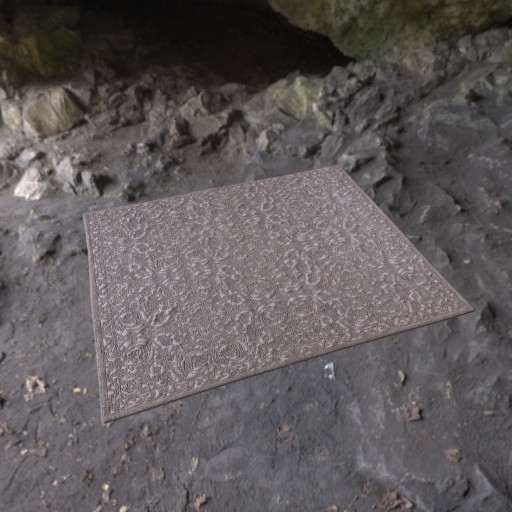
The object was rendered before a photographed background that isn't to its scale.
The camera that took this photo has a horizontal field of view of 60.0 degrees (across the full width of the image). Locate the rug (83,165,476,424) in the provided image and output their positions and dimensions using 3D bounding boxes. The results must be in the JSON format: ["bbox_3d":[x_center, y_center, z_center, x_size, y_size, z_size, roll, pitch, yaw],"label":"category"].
[{"bbox_3d":[0.000,0.000,4.169,3.017,0.035,2.472,-13,44,-14],"label":"rug"}]
